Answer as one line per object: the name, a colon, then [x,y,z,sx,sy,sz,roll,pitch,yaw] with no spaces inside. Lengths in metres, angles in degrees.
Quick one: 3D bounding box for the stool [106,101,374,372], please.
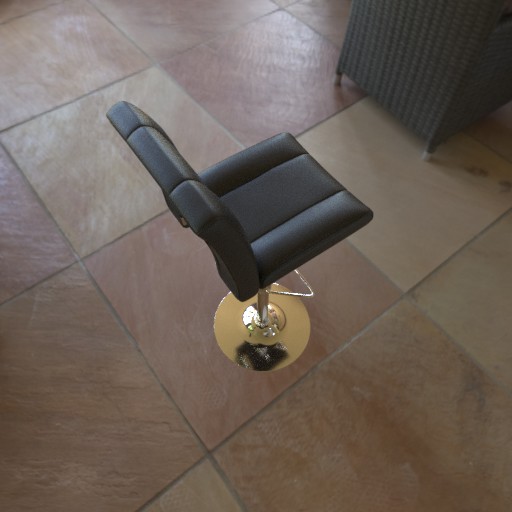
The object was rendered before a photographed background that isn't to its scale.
stool: [0.000,0.000,1.398,0.520,1.151,0.415,-30,62,-18]
